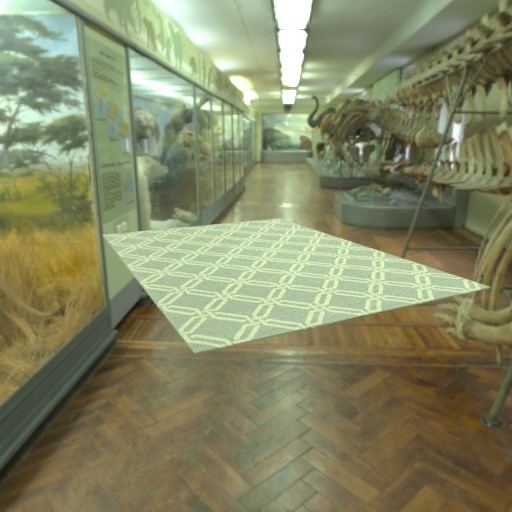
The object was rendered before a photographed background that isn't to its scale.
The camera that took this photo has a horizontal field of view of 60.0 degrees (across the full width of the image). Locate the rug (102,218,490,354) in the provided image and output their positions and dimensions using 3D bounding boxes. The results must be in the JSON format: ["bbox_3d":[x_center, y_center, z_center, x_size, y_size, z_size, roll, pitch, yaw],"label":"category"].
[{"bbox_3d":[0.000,0.000,4.396,2.438,0.013,3.353,-7,17,-26],"label":"rug"}]
